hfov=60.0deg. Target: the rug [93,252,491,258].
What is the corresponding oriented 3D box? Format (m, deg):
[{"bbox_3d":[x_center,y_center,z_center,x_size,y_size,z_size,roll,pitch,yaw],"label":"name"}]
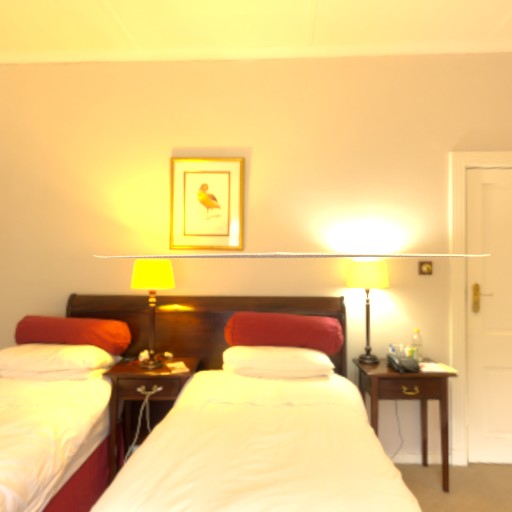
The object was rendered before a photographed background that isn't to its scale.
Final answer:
[{"bbox_3d":[0.000,0.000,3.034,1.518,0.023,2.434,0,-1,-35],"label":"rug"}]
